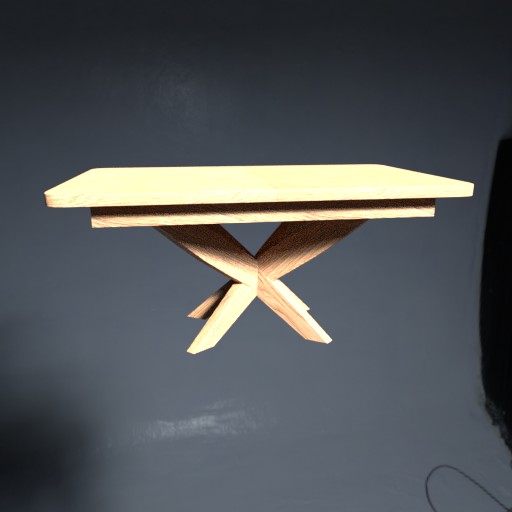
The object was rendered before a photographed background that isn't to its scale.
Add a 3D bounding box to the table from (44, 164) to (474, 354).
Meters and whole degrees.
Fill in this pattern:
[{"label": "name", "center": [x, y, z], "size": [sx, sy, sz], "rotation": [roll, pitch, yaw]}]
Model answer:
[{"label": "table", "center": [0.000, 0.000, 2.138], "size": [1.600, 0.770, 0.950], "rotation": [-3, 17, -9]}]
